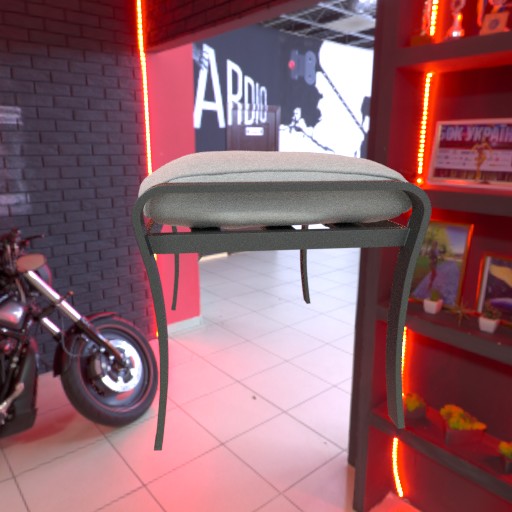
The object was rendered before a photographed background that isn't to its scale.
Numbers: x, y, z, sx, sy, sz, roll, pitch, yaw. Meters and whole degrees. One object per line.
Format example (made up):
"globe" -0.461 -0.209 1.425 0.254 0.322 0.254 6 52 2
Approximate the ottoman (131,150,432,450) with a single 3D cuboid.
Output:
"ottoman" 0.000 0.000 0.911 0.406 0.422 0.610 -2 14 -8
